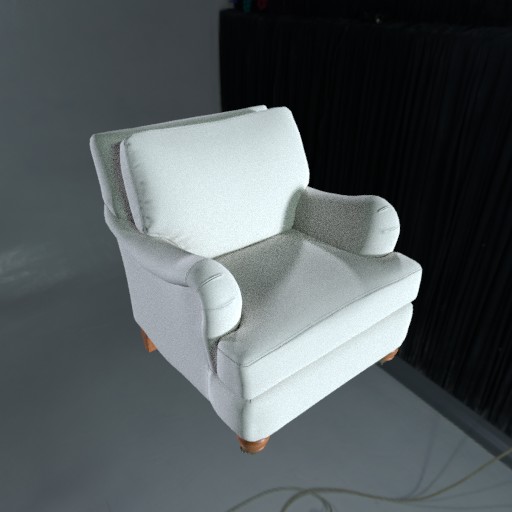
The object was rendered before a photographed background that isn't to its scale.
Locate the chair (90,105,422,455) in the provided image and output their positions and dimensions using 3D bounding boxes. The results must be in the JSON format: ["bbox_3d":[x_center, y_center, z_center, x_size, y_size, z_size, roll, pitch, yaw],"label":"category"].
[{"bbox_3d":[0.000,0.000,1.867,0.955,1.038,1.070,-22,37,-32],"label":"chair"}]
